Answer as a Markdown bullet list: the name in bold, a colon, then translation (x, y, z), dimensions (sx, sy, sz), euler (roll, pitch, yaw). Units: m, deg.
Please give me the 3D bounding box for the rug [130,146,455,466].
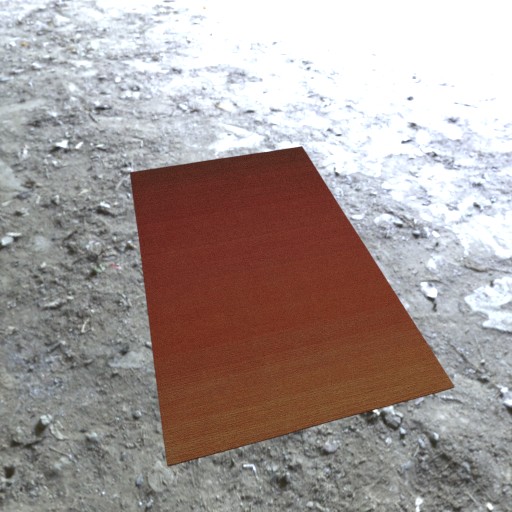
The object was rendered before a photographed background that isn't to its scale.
- **rug**: translation (0.000, 0.000, 3.036), dimensions (1.531, 0.010, 2.442), euler (-11, 47, -11)
